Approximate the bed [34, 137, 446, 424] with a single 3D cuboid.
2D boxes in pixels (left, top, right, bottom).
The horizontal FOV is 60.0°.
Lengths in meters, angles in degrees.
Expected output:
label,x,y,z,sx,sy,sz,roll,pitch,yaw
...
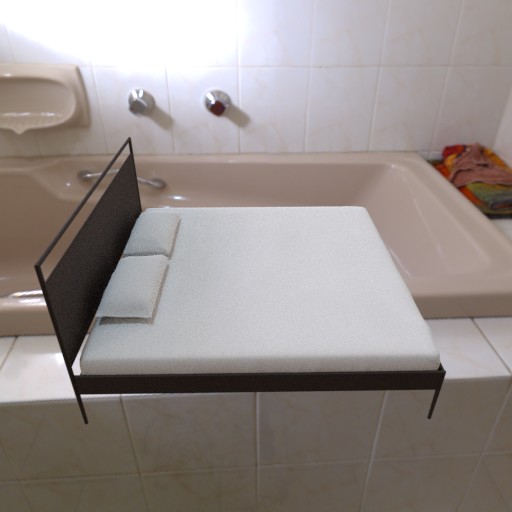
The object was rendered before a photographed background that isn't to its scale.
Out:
label,x,y,z,sx,sy,sz,roll,pitch,yaw
bed,0.000,0.000,3.270,2.151,1.173,1.993,-1,32,-1
